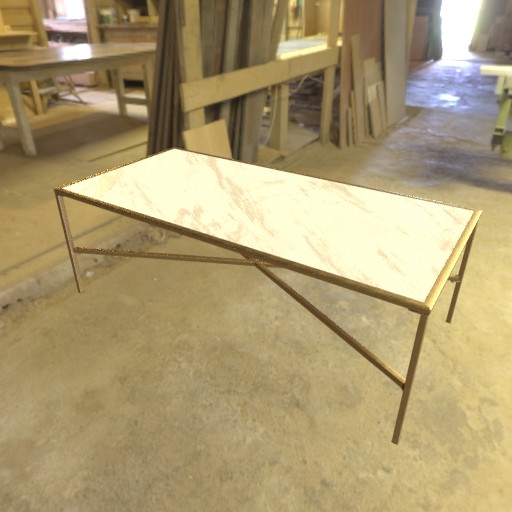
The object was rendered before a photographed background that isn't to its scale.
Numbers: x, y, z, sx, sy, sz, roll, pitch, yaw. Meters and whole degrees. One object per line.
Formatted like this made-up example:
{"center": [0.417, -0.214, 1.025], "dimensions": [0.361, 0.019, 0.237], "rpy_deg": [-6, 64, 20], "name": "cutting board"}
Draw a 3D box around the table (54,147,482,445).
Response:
{"center": [0.000, 0.000, 1.464], "dimensions": [1.197, 0.405, 0.577], "rpy_deg": [18, 34, 28], "name": "table"}
